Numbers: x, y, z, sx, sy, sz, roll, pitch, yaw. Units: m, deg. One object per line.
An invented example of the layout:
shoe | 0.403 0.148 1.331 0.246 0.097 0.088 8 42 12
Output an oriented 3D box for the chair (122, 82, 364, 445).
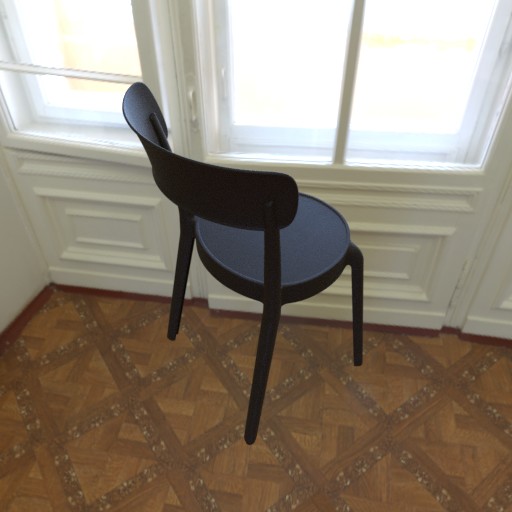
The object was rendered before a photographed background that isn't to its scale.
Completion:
chair | 0.000 0.000 1.118 0.491 0.790 0.506 -26 46 -27
